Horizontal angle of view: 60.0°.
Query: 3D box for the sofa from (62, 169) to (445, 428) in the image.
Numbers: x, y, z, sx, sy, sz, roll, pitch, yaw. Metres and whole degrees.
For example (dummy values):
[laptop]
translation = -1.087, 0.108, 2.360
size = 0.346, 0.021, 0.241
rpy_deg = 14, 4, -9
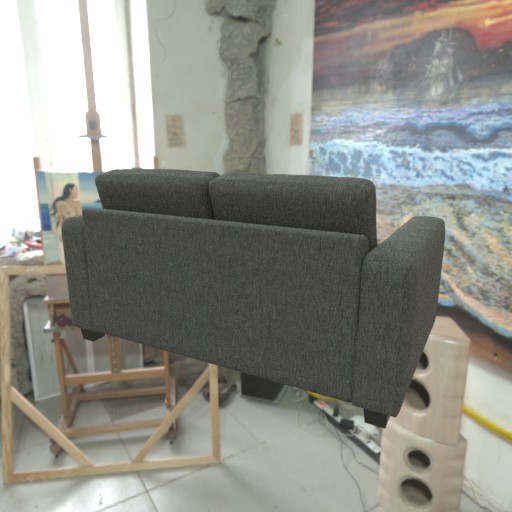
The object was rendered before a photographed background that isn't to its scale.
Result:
[sofa]
translation = 0.000, 0.000, 2.030
size = 1.520, 0.800, 0.900
rpy_deg = 8, 17, 28
